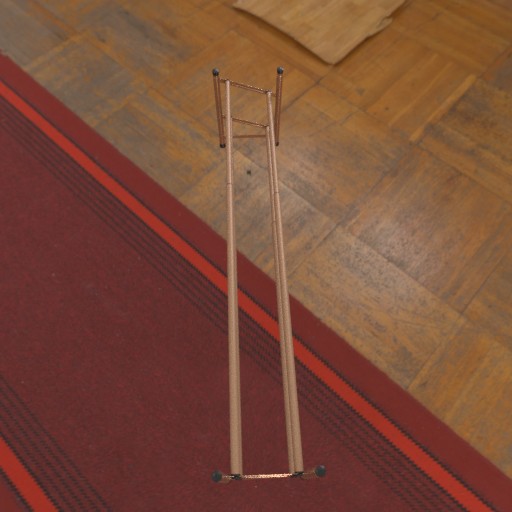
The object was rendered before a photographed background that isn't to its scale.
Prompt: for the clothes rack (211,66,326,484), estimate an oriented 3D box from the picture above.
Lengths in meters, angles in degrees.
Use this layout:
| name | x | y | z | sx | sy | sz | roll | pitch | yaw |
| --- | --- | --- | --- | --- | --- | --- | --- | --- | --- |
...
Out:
| name | x | y | z | sx | sy | sz | roll | pitch | yaw |
| --- | --- | --- | --- | --- | --- | --- | --- | --- | --- |
| clothes rack | 0.000 | 0.000 | 1.287 | 0.229 | 0.349 | 1.168 | -2 | 63 | -1 |
